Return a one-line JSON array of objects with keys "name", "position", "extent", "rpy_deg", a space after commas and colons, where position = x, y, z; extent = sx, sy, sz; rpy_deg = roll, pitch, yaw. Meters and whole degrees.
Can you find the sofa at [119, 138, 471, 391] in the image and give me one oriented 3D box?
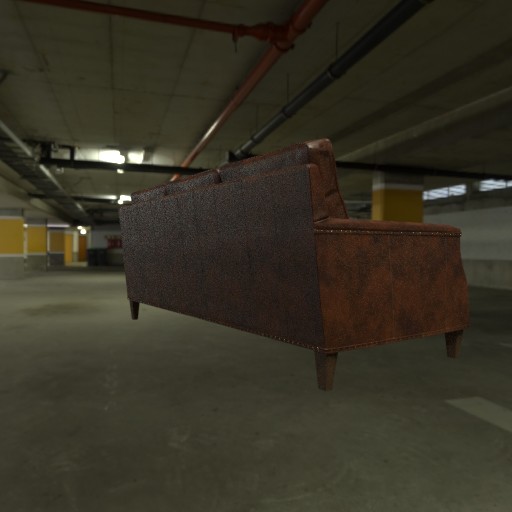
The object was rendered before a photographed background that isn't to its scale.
[{"name": "sofa", "position": [0.000, 0.000, 2.811], "extent": [1.084, 1.003, 2.240], "rpy_deg": [-1, 1, -35]}]
